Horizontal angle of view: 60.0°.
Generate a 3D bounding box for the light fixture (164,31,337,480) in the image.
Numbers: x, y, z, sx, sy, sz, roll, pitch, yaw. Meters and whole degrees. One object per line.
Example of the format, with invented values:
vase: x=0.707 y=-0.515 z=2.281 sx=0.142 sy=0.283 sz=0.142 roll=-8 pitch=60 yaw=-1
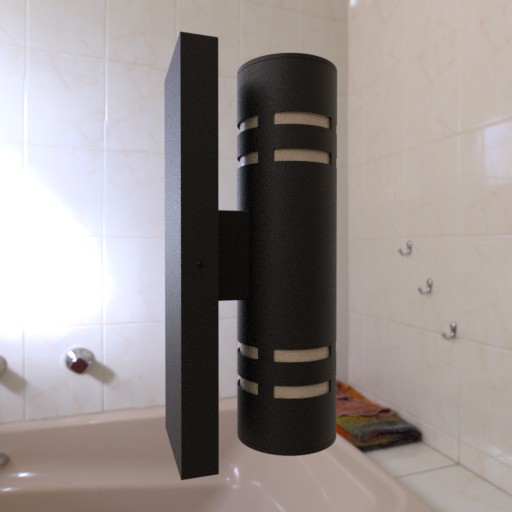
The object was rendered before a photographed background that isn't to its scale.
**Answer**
light fixture: x=0.000 y=0.000 z=0.397 sx=0.149 sy=0.330 sz=0.105 roll=0 pitch=1 yaw=-18
